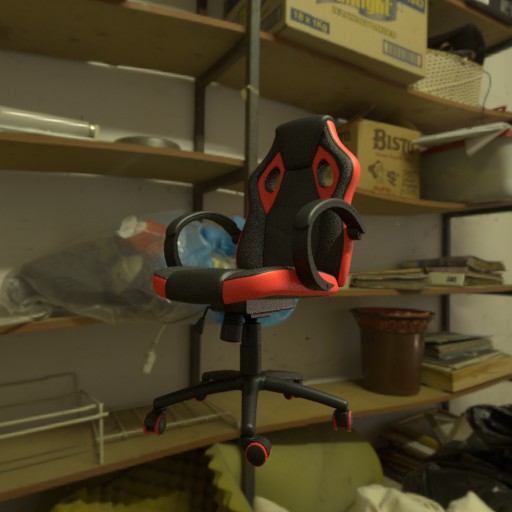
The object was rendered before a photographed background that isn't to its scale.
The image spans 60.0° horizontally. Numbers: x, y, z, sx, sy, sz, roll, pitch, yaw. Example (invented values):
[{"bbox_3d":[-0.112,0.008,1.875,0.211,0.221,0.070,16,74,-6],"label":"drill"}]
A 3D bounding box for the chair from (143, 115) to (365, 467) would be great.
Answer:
[{"bbox_3d":[0.000,0.000,1.408,0.600,1.016,0.642,-1,-1,37],"label":"chair"}]
